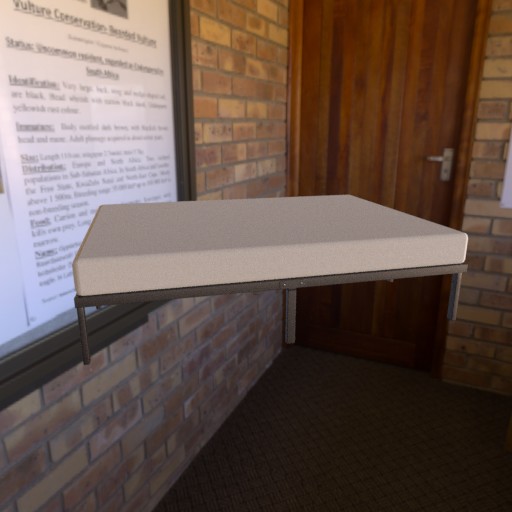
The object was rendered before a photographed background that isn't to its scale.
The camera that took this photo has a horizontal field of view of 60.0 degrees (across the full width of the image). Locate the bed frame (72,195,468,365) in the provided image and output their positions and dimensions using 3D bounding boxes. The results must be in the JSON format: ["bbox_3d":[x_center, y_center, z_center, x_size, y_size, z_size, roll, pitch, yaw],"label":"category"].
[{"bbox_3d":[0.000,0.000,3.750,2.842,0.680,2.205,-2,17,-7],"label":"bed frame"}]
